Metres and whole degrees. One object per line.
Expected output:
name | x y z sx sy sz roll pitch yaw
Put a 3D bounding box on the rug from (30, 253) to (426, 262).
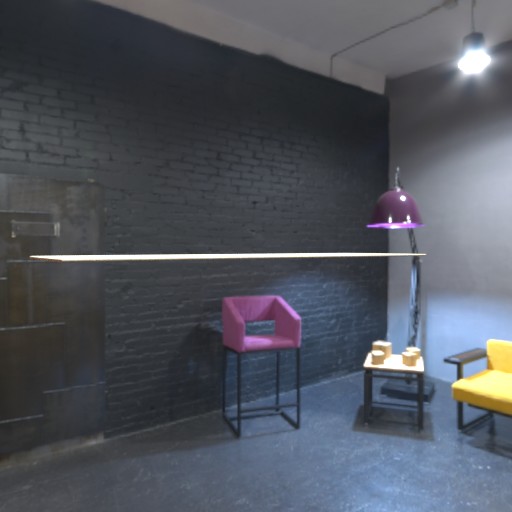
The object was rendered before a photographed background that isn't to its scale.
rug | 0.000 0.000 2.774 2.450 0.014 0.793 -1 1 -36
